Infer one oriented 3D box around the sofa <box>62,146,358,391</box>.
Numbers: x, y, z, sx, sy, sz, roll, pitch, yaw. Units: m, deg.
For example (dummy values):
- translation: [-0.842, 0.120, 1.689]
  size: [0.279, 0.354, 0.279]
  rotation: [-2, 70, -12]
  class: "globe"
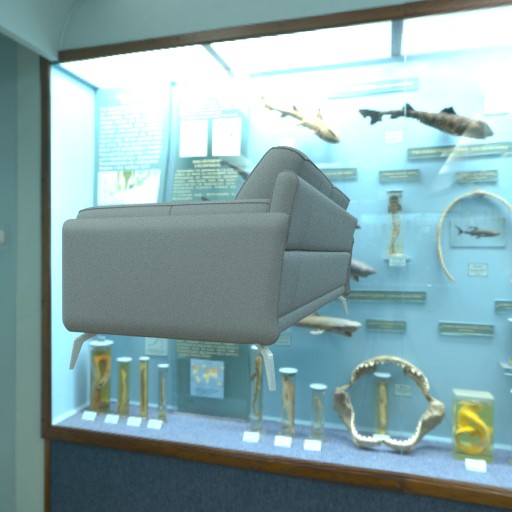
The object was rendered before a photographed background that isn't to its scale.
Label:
- translation: [0.000, 0.000, 2.578]
  size: [0.969, 0.900, 2.100]
  rotation: [0, 0, 18]
  class: "sofa"
